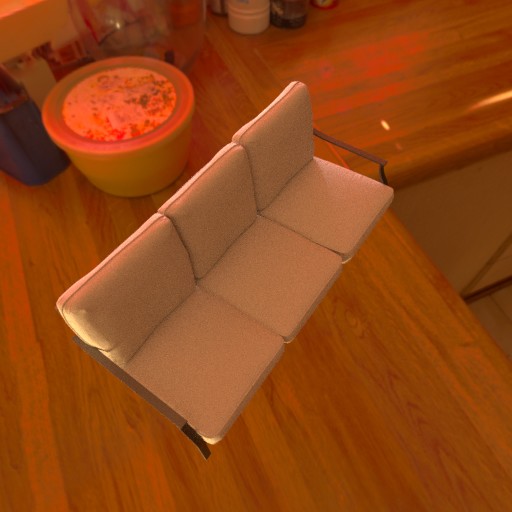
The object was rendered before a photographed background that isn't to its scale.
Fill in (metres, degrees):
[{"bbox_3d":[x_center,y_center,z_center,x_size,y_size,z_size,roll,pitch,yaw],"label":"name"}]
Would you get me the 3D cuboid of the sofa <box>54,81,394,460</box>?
[{"bbox_3d":[0.000,0.000,2.268,0.787,0.860,1.740,31,63,18],"label":"sofa"}]
